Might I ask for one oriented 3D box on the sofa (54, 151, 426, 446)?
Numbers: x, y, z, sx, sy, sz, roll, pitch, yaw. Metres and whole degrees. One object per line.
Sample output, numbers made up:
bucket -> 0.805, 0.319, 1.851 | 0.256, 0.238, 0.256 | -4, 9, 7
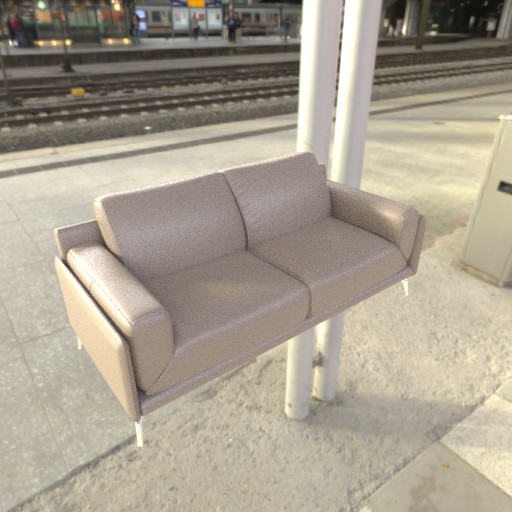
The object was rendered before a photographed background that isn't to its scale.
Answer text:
sofa -> 0.000, 0.000, 2.668 | 2.101, 0.930, 1.049 | -20, 34, -33
